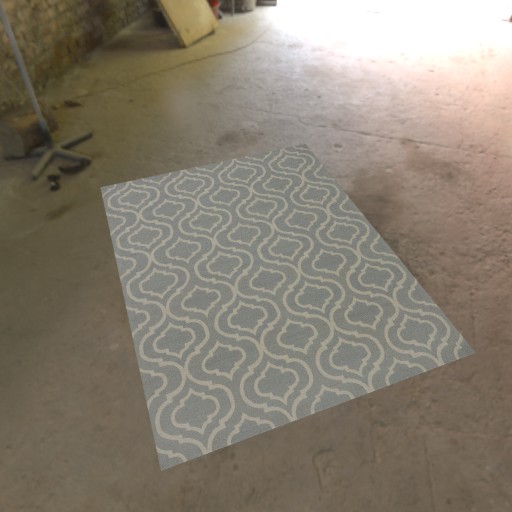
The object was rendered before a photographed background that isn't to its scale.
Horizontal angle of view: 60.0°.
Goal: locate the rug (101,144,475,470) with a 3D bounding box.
[{"bbox_3d":[0.000,0.000,3.840,2.283,0.006,2.892,-15,48,-14],"label":"rug"}]
